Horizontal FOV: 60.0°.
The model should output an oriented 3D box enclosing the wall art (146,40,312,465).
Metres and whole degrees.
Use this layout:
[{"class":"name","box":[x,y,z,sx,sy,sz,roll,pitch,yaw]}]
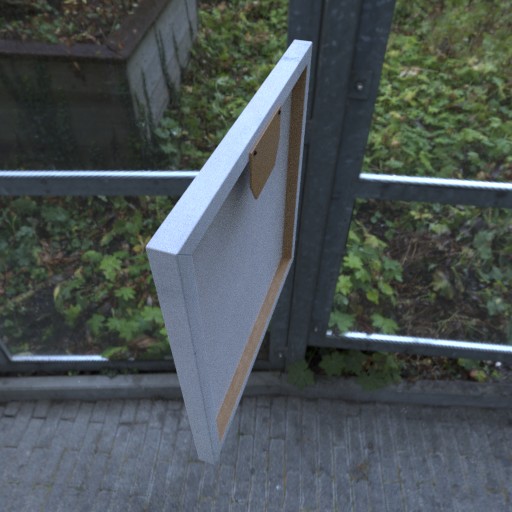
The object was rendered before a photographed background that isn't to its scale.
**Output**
[{"class":"wall art","box":[0.000,0.000,0.875,0.044,0.605,0.605,13,47,13]}]
